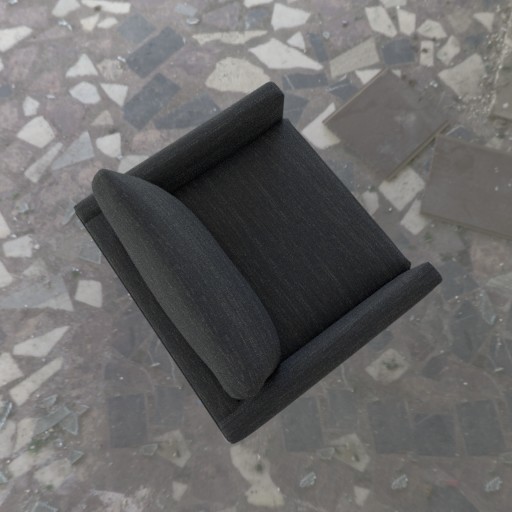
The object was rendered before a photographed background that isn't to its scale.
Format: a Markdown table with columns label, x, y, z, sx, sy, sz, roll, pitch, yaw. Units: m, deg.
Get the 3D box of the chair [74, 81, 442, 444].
| label | x | y | z | sx | sy | sz | roll | pitch | yaw |
| --- | --- | --- | --- | --- | --- | --- | --- | --- | --- |
| chair | 0.000 | 0.000 | 1.643 | 0.866 | 0.861 | 0.963 | -35 | 78 | -9 |
